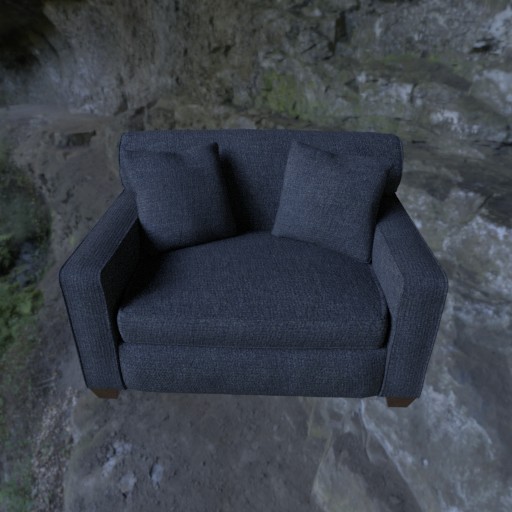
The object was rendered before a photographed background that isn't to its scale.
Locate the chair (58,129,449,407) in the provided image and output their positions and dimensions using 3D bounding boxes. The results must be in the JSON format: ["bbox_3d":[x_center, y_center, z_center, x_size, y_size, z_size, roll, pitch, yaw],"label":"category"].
[{"bbox_3d":[0.000,0.000,2.009,1.383,0.948,1.000,1,30,2],"label":"chair"}]
